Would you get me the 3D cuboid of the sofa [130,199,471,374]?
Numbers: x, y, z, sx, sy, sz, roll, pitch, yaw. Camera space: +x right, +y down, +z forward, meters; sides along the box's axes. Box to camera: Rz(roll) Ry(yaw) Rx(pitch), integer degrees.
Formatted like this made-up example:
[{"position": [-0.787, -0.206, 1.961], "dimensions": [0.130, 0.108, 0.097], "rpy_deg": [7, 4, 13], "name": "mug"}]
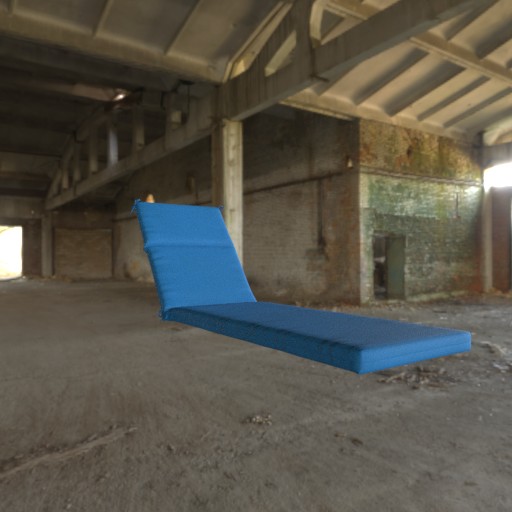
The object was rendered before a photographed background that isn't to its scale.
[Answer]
[{"position": [0.000, 0.000, 1.930], "dimensions": [0.582, 0.622, 1.663], "rpy_deg": [0, 0, -35], "name": "sofa"}]
